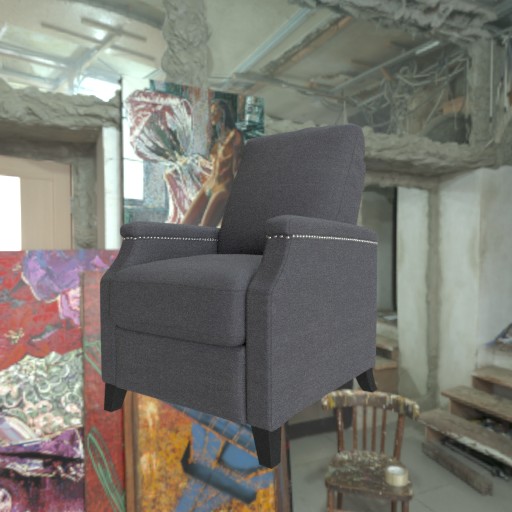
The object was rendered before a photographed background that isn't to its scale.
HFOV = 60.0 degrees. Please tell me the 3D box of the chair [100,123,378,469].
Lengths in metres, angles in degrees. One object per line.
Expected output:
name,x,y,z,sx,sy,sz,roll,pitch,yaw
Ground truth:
chair,0.000,0.000,1.640,0.710,1.049,0.922,1,2,35
